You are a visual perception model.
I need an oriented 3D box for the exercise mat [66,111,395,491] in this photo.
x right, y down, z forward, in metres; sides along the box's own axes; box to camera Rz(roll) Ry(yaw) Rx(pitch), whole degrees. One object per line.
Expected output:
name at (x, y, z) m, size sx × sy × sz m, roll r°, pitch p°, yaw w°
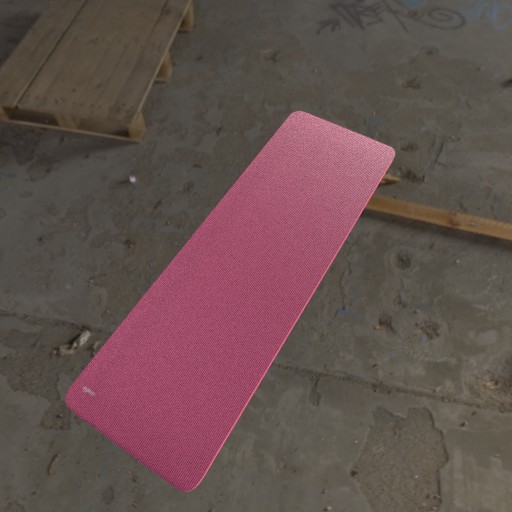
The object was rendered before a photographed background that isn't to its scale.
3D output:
exercise mat at (0.000, 0.000, 2.009) m, size 0.616 × 0.021 × 1.884 m, roll 28°, pitch 63°, yaw 15°
